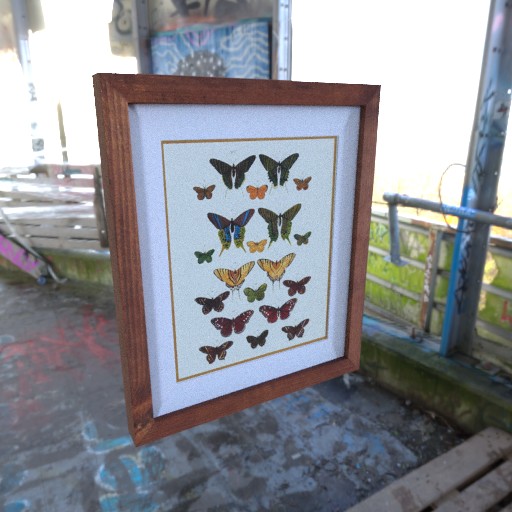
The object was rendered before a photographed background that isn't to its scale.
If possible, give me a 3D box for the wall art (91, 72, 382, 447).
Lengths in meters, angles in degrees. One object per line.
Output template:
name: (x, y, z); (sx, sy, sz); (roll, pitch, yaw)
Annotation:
wall art: (0.000, 0.000, 0.608); (0.377, 0.449, 0.039); (-10, 20, -28)
